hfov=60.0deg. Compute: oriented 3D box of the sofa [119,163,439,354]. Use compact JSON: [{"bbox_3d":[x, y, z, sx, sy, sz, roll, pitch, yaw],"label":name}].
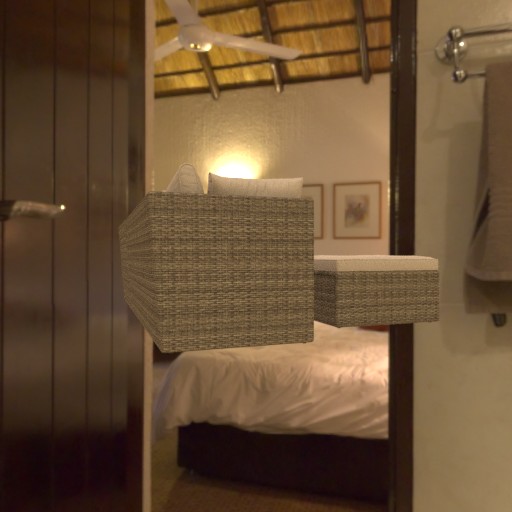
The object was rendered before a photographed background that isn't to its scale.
[{"bbox_3d":[0.000,0.000,2.977,1.662,0.766,2.192,0,0,-20],"label":"sofa"}]
